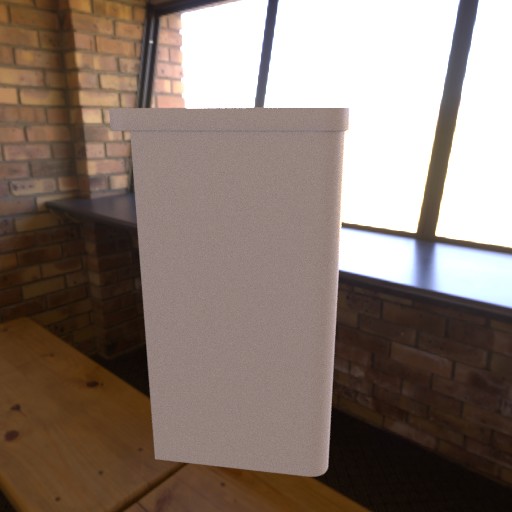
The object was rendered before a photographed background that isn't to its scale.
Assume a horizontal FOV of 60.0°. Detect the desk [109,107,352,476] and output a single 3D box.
[{"bbox_3d":[0.000,0.000,1.247,0.446,0.760,0.790,2,16,8],"label":"desk"}]
